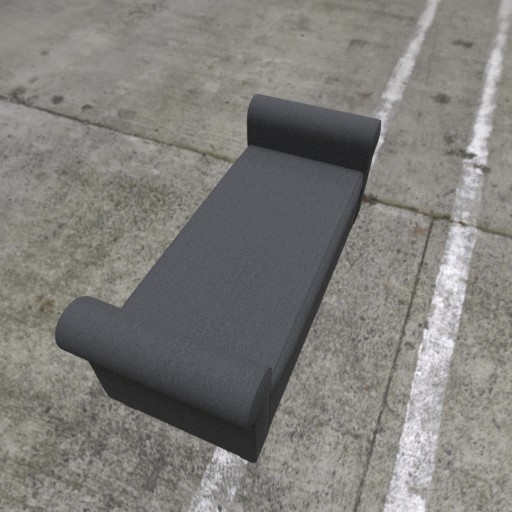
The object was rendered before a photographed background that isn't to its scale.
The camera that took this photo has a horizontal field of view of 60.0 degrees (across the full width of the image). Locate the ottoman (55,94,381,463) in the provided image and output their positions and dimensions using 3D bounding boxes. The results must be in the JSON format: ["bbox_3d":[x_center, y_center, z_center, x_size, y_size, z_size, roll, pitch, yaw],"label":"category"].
[{"bbox_3d":[0.000,0.000,1.536,0.521,0.547,1.256,18,50,16],"label":"ottoman"}]
